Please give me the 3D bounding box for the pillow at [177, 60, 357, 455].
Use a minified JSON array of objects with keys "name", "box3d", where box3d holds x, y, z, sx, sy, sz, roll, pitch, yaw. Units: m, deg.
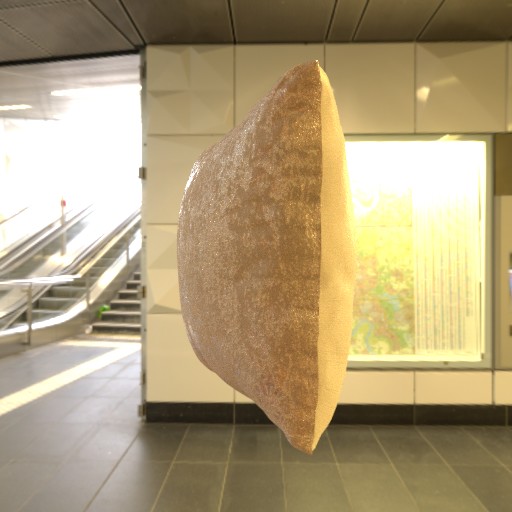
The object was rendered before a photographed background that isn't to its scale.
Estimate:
[{"name":"pillow","box3d":[0.000,0.000,0.708,0.245,0.448,0.450,0,0,-18]}]
